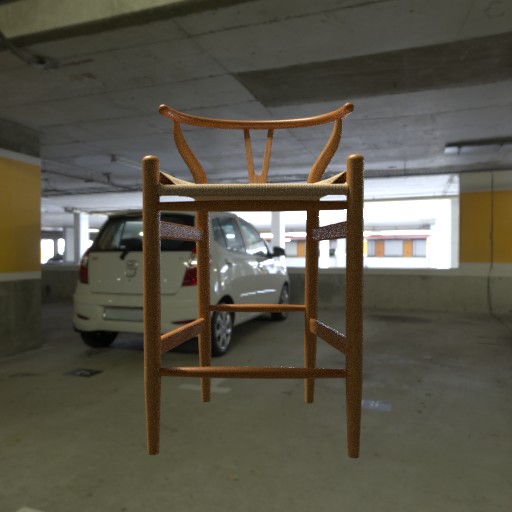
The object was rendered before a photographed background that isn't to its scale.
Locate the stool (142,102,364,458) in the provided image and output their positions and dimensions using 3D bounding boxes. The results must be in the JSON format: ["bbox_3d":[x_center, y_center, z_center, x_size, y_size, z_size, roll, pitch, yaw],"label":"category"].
[{"bbox_3d":[0.000,0.000,1.328,0.569,0.970,0.579,0,0,2],"label":"stool"}]
